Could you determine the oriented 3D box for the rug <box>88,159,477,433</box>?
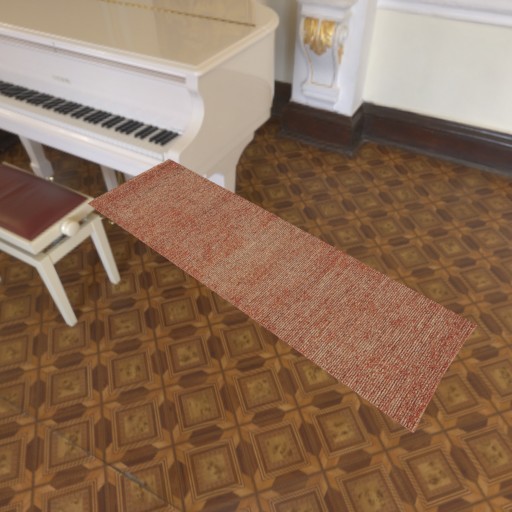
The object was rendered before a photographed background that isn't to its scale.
[{"bbox_3d":[0.000,0.000,2.578,2.353,0.013,0.718,31,53,28],"label":"rug"}]
